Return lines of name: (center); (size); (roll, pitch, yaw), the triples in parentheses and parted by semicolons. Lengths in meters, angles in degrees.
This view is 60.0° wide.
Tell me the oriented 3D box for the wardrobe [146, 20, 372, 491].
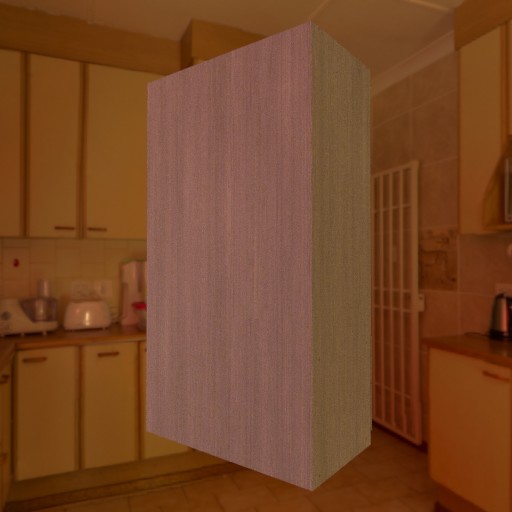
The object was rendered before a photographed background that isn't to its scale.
wardrobe: (0.000, 0.000, 2.232); (0.991, 1.808, 0.577); (-1, -1, 38)
